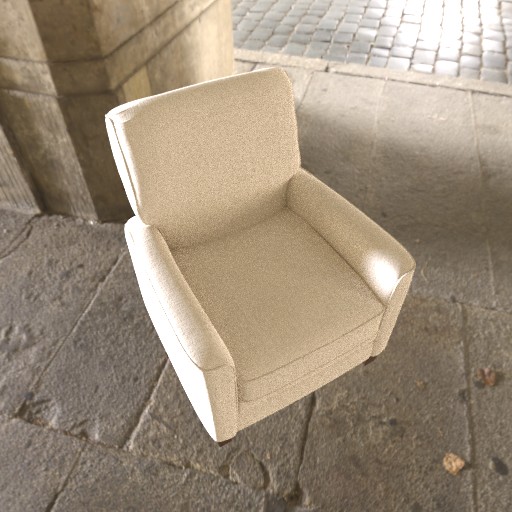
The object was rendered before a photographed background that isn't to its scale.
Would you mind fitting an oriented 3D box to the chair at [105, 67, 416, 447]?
[{"bbox_3d":[0.000,0.000,1.650,0.841,1.028,0.858,-23,51,-20],"label":"chair"}]
